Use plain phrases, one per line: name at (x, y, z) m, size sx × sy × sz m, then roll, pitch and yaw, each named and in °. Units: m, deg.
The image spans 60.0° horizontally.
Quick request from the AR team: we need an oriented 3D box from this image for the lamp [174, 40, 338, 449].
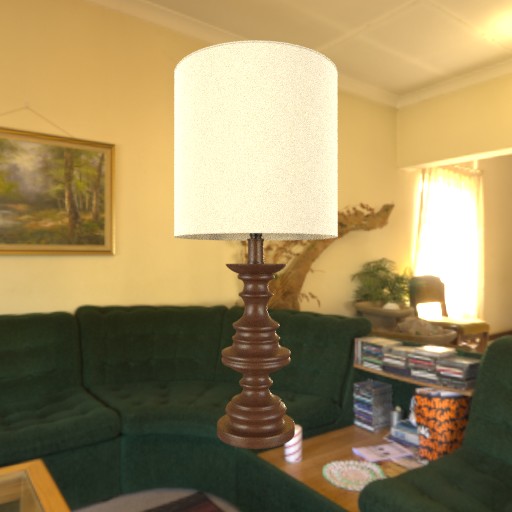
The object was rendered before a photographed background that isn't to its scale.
lamp at (0.000, 0.000, 0.573) m, size 0.208 × 0.455 × 0.208 m, roll 0°, pitch 0°, yaw 36°
